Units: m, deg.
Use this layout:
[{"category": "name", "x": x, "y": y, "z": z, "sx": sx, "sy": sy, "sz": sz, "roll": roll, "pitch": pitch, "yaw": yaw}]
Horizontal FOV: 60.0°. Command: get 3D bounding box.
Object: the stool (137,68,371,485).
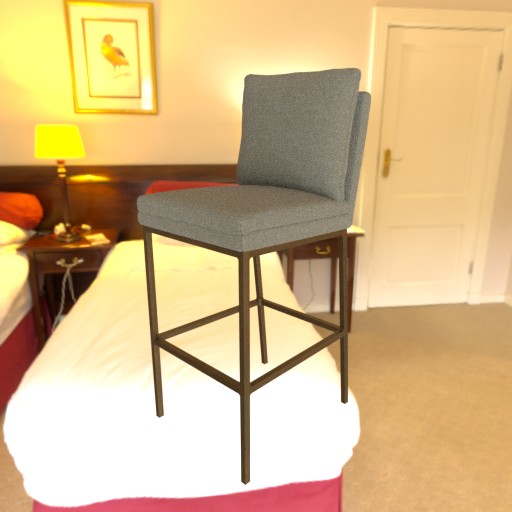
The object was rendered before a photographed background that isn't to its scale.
[{"category": "stool", "x": 0.000, "y": 0.000, "z": 1.412, "sx": 0.463, "sy": 1.132, "sz": 0.569, "roll": 15, "pitch": 22, "yaw": 42}]
